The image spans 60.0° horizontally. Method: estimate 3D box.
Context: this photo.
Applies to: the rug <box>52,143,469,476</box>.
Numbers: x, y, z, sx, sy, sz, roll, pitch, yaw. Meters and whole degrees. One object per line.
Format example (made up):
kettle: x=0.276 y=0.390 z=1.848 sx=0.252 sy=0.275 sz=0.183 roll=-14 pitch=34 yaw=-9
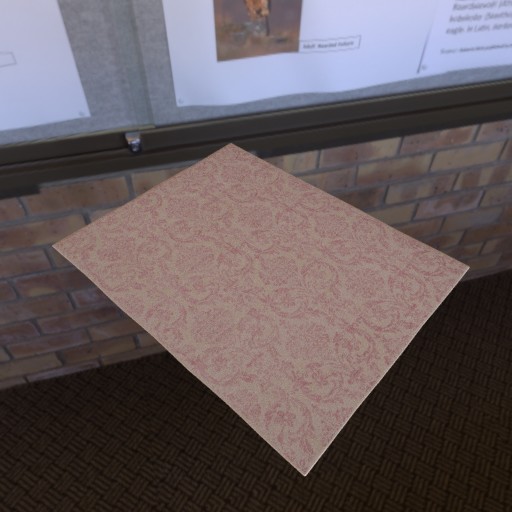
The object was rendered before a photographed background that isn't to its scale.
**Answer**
rug: x=0.000 y=0.000 z=4.026 sx=2.980 sy=0.012 sz=2.363 roll=33 pitch=55 yaw=28
